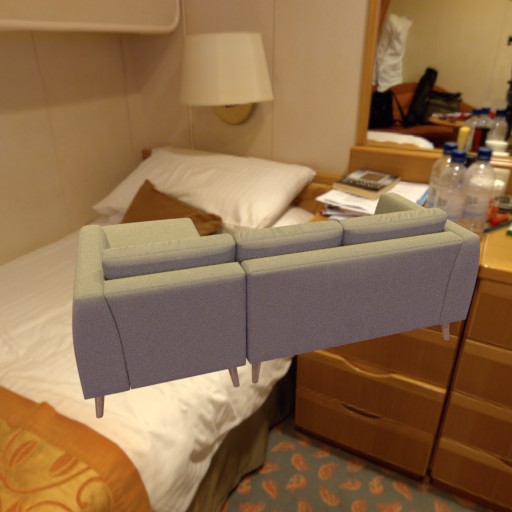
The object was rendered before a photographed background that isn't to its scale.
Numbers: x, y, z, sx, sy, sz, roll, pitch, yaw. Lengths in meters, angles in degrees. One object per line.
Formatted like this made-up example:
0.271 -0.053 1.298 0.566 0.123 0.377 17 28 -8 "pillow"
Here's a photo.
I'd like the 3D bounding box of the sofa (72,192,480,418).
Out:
0.000 0.000 3.031 2.300 0.860 1.580 -8 27 -16 "sofa"
